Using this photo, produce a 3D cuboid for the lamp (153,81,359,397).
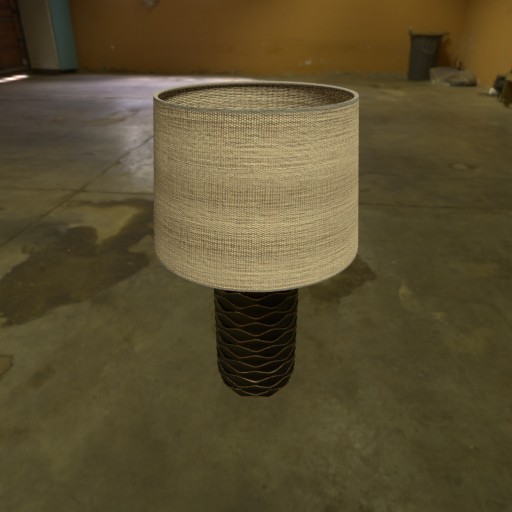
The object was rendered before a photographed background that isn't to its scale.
[{"bbox_3d":[0.000,0.000,0.851,0.376,0.594,0.376,0,28,0],"label":"lamp"}]
